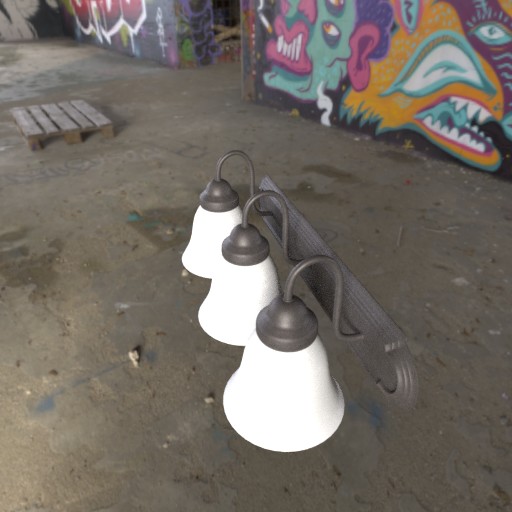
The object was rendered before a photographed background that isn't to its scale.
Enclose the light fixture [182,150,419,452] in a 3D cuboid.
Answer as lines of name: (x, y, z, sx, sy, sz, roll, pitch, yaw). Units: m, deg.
light fixture: (0.000, 0.000, 0.709, 0.199, 0.222, 0.610, -9, 33, -14)
